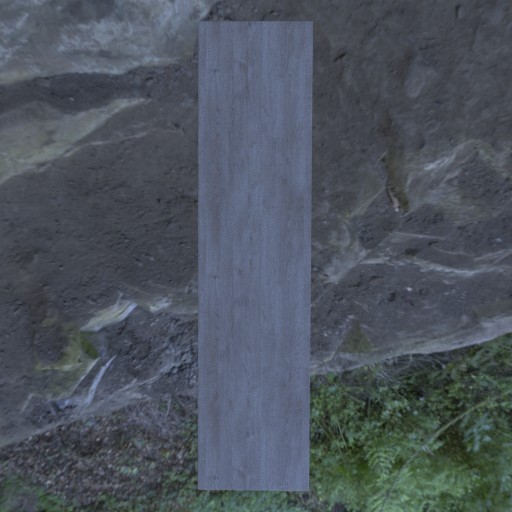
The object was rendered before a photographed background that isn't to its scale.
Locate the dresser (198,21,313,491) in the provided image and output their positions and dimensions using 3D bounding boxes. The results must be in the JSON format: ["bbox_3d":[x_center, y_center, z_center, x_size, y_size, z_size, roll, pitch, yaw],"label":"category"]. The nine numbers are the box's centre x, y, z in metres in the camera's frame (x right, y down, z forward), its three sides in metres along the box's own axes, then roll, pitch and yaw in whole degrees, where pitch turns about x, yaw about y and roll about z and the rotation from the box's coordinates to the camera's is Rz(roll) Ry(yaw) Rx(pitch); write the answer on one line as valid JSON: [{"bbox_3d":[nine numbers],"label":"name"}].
[{"bbox_3d":[0.000,0.000,1.894,0.390,0.795,1.590,0,92,1],"label":"dresser"}]
